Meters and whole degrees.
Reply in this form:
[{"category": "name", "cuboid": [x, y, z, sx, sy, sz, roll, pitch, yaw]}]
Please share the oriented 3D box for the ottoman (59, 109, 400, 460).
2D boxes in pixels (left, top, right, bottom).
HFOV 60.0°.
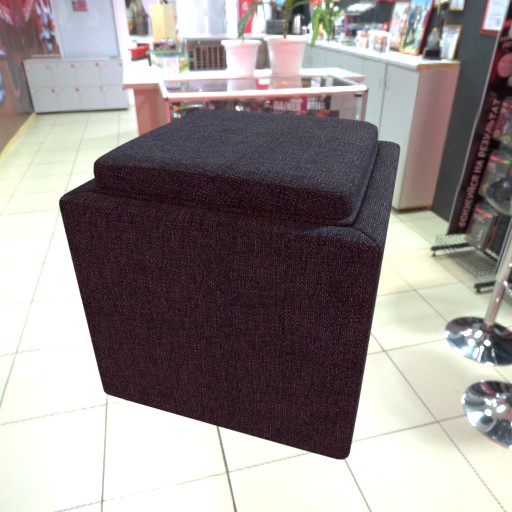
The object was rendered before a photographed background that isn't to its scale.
[{"category": "ottoman", "cuboid": [0.000, 0.000, 0.824, 0.450, 0.460, 0.450, 9, 31, 16]}]
